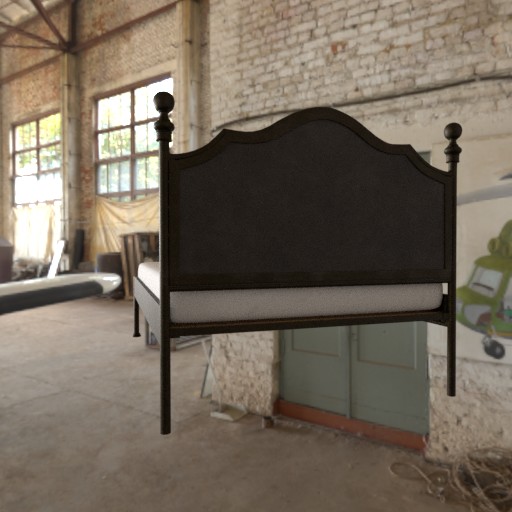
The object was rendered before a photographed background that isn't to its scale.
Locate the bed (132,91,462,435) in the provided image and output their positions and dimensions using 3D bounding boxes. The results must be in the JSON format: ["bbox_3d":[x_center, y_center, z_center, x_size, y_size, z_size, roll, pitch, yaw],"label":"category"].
[{"bbox_3d":[0.000,0.000,3.192,1.642,1.499,2.224,0,1,-18],"label":"bed"}]
